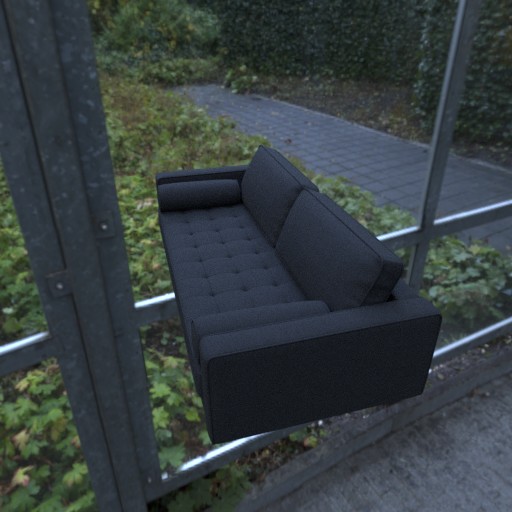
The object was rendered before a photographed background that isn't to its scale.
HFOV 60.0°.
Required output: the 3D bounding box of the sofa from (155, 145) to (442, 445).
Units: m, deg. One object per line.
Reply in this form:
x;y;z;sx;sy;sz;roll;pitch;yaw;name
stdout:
0.000;0.000;2.384;0.914;0.759;1.875;-8;31;-14;sofa
